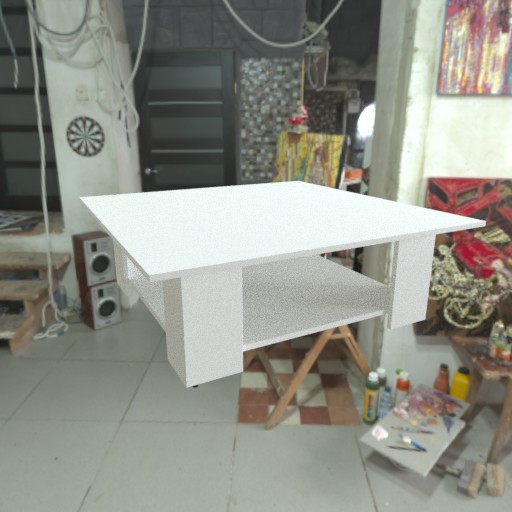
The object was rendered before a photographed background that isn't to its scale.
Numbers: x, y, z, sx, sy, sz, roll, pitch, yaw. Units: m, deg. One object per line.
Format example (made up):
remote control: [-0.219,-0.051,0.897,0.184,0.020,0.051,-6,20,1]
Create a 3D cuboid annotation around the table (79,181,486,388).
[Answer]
table: [0.000,0.000,1.379,0.890,0.305,0.890,-9,19,-27]
